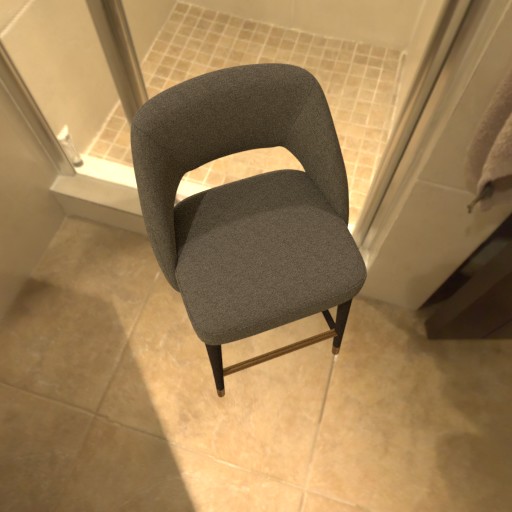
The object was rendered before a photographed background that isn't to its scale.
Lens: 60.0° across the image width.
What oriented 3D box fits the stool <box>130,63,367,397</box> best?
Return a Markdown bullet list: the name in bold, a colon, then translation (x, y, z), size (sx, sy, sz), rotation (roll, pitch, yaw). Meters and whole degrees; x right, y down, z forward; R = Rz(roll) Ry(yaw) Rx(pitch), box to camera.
- **stool**: translation (0.000, 0.000, 1.297), size (0.536, 0.925, 0.524), rotation (-18, 64, -9)
